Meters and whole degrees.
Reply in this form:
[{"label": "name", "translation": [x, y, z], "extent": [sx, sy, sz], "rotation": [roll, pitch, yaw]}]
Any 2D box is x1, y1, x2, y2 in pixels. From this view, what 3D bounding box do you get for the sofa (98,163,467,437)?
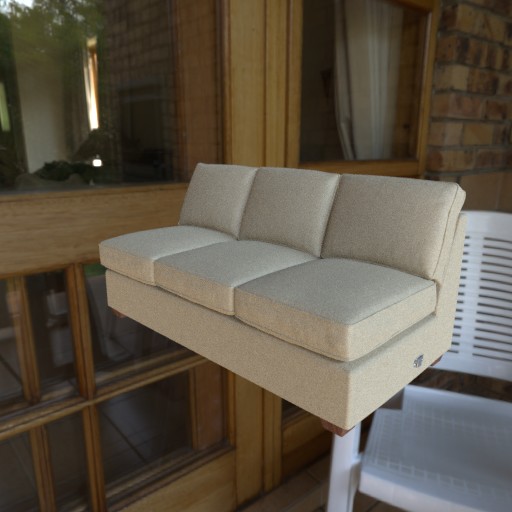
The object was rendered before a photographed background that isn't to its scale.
[{"label": "sofa", "translation": [0.000, 0.000, 2.566], "extent": [1.962, 0.973, 1.027], "rotation": [14, 20, 43]}]
